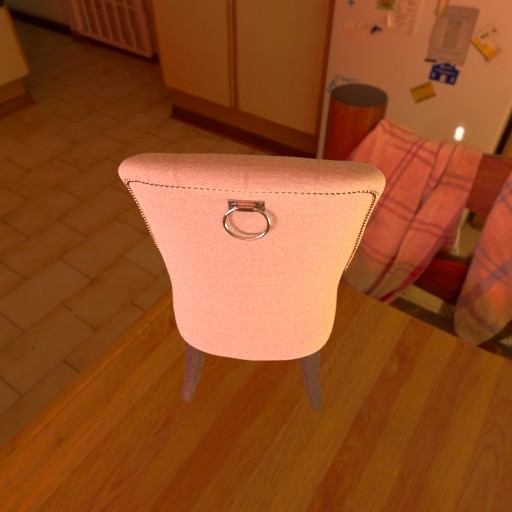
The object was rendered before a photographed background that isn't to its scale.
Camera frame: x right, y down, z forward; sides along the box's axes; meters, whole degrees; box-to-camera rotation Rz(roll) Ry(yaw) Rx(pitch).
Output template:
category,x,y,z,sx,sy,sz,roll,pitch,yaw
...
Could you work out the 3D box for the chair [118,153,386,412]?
category,x,y,z,sx,sy,sz,roll,pitch,yaw
chair,0.000,0.000,1.481,0.634,1.091,0.629,3,46,3
